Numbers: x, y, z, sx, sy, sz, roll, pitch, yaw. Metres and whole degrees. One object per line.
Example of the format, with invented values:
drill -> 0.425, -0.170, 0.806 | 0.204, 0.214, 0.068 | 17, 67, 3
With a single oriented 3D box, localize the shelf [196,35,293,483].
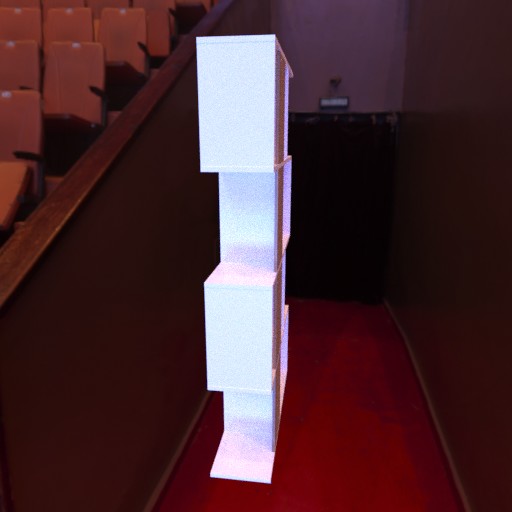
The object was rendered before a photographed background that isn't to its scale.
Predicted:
shelf -> 0.000, 0.000, 2.013 | 0.250, 1.650, 0.890 | 2, 15, 8
